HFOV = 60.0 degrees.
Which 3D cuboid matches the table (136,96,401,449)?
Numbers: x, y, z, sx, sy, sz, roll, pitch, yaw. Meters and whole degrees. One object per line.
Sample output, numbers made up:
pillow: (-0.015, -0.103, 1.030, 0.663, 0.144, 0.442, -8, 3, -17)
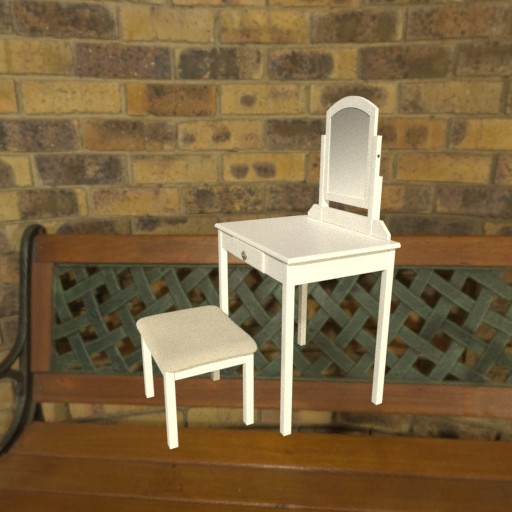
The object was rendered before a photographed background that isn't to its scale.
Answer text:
table: (0.000, 0.000, 2.345, 1.211, 1.631, 0.876, -8, 17, -25)
